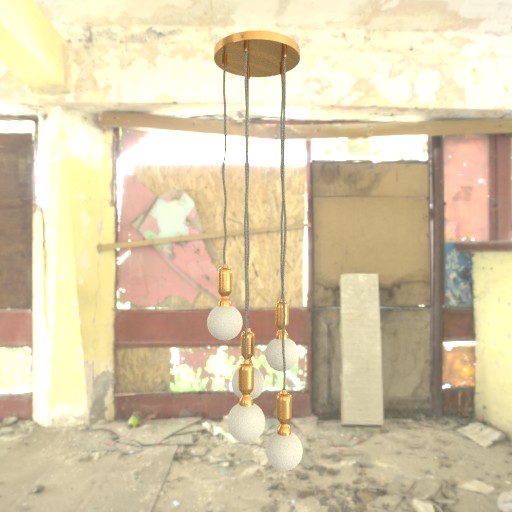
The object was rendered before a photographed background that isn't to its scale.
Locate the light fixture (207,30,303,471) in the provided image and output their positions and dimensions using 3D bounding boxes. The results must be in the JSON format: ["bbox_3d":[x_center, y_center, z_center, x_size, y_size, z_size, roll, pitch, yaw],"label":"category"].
[{"bbox_3d":[0.000,0.000,0.494,0.108,0.457,0.105,0,0,18],"label":"light fixture"}]
